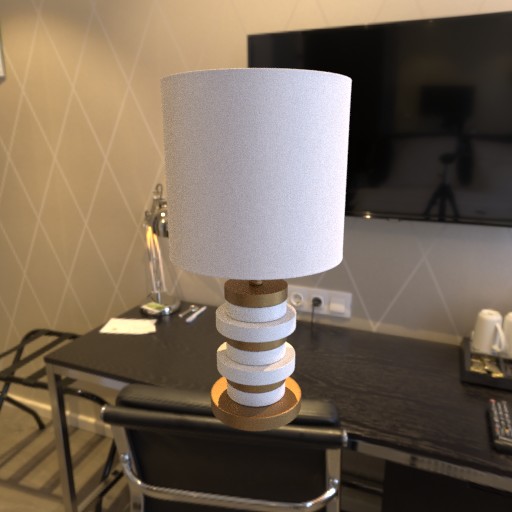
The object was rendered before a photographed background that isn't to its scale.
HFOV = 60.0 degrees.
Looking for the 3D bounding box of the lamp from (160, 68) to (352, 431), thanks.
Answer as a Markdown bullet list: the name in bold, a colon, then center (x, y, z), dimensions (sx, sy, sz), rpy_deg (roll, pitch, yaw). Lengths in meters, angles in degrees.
- **lamp**: center (0.000, 0.000, 0.547), dimensions (0.210, 0.410, 0.210), rpy_deg (-2, 15, -7)
